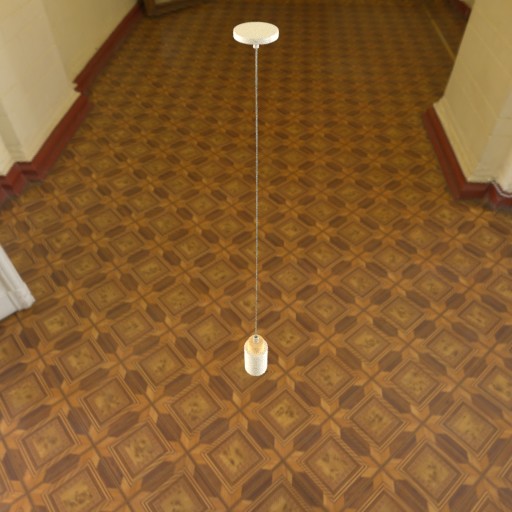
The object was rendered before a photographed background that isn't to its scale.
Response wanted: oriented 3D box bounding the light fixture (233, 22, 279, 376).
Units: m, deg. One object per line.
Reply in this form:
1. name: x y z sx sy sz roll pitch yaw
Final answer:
1. light fixture: 0.000 0.000 1.869 0.125 1.798 0.125 -32 54 -27
